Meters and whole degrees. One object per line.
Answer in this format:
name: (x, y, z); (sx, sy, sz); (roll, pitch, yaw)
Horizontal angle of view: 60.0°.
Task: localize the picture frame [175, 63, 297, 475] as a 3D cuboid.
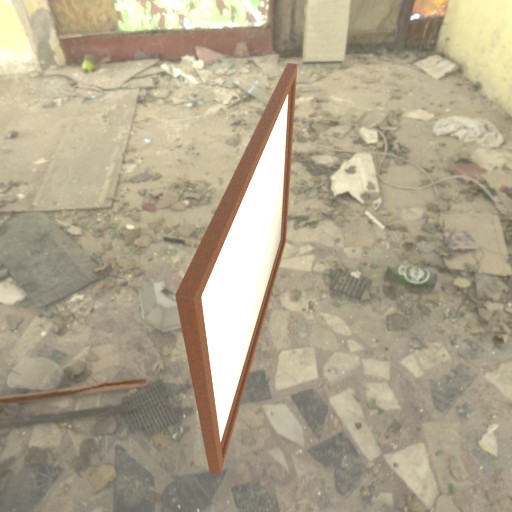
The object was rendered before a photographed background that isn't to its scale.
picture frame: (0.000, 0.000, 1.768); (0.045, 1.018, 1.329); (9, 45, 10)
